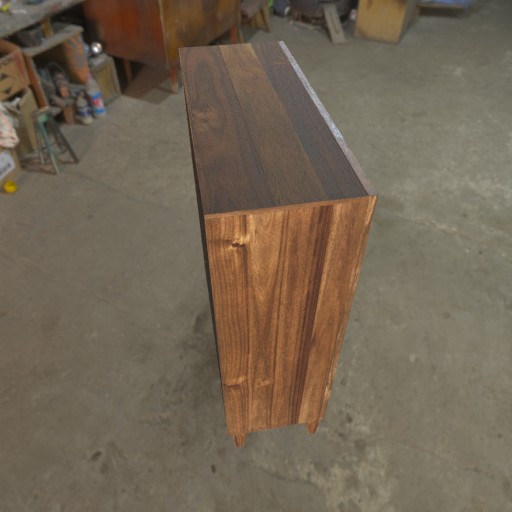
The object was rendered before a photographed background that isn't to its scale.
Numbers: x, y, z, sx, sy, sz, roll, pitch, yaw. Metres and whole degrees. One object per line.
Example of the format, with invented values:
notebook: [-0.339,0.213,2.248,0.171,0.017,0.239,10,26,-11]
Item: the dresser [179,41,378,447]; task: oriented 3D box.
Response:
dresser: [0.000,0.000,1.926,0.442,1.393,1.062,-7,45,-7]
